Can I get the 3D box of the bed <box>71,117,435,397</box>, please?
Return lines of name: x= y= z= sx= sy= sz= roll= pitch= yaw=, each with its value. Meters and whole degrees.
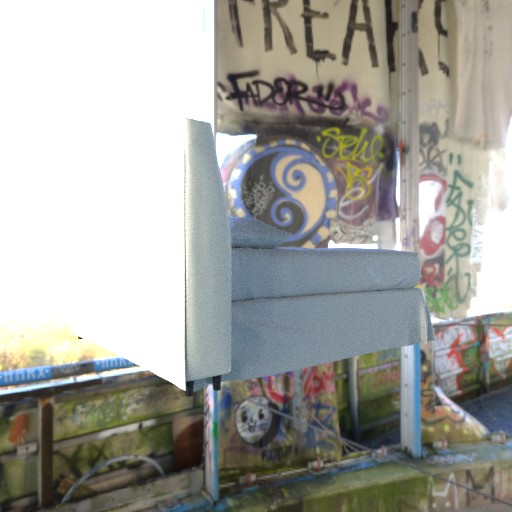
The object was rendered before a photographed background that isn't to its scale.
bed: x=0.000 y=0.000 z=3.472 sx=2.276 sy=1.332 sz=1.925 roll=0 pitch=0 yaw=-37
